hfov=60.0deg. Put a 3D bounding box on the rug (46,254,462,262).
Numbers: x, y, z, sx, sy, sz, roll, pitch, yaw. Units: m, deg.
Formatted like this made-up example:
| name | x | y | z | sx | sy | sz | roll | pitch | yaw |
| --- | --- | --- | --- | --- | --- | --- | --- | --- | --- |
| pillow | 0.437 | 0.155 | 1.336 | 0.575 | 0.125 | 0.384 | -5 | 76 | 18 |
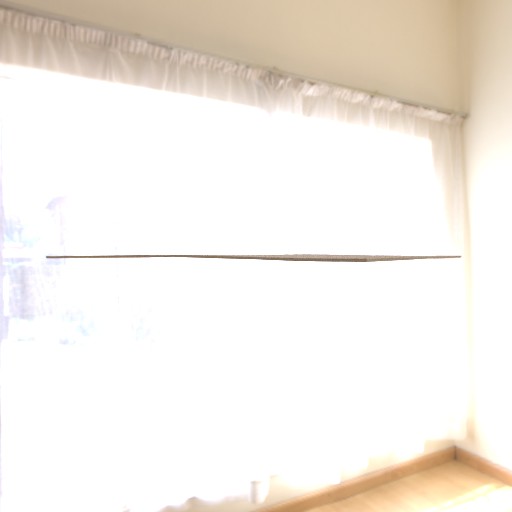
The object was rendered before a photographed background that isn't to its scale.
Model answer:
| name | x | y | z | sx | sy | sz | roll | pitch | yaw |
| --- | --- | --- | --- | --- | --- | --- | --- | --- | --- |
| rug | 0.000 | 0.000 | 4.318 | 3.245 | 0.046 | 2.467 | 0 | 1 | 36 |
